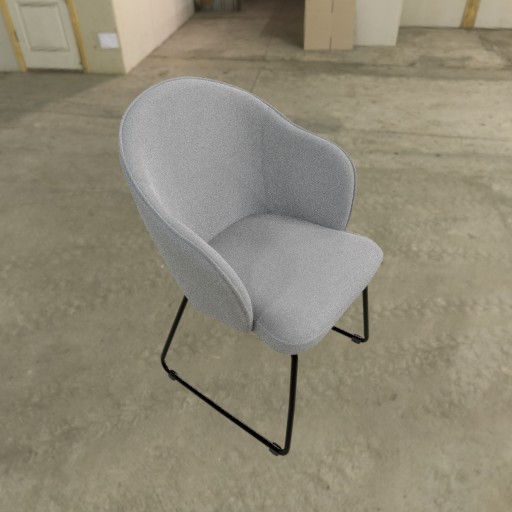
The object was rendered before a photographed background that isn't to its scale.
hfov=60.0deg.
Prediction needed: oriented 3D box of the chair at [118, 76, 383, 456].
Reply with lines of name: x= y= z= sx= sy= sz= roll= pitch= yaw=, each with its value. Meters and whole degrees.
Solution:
chair: x=0.000 y=0.000 z=1.208 sx=0.592 sy=0.817 sz=0.570 roll=25 pitch=46 yaw=27
